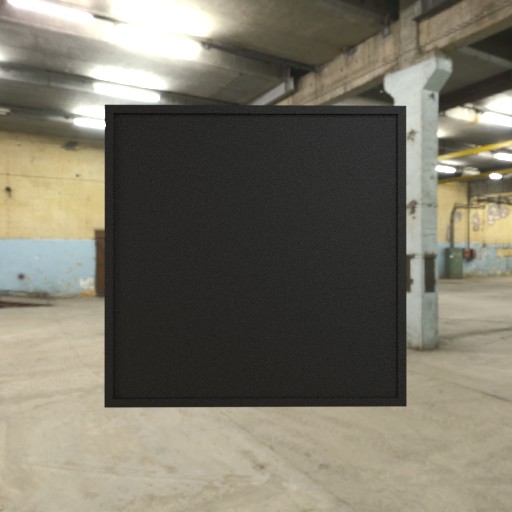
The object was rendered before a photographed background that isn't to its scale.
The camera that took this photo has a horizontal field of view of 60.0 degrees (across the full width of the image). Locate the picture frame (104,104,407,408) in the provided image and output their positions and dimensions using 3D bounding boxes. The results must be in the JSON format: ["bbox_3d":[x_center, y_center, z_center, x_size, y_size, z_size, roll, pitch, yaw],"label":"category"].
[{"bbox_3d":[0.000,0.000,1.153,0.775,0.775,0.032,0,0,-1],"label":"picture frame"}]
